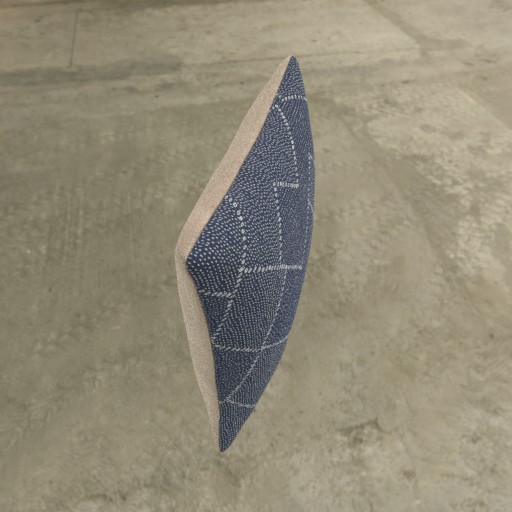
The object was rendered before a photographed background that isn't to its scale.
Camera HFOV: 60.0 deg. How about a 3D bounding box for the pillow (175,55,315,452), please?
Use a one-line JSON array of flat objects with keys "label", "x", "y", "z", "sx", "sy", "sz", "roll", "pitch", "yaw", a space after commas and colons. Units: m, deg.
[{"label": "pillow", "x": 0.000, "y": 0.000, "z": 0.664, "sx": 0.148, "sy": 0.428, "sz": 0.435, "roll": 11, "pitch": 48, "yaw": 10}]
